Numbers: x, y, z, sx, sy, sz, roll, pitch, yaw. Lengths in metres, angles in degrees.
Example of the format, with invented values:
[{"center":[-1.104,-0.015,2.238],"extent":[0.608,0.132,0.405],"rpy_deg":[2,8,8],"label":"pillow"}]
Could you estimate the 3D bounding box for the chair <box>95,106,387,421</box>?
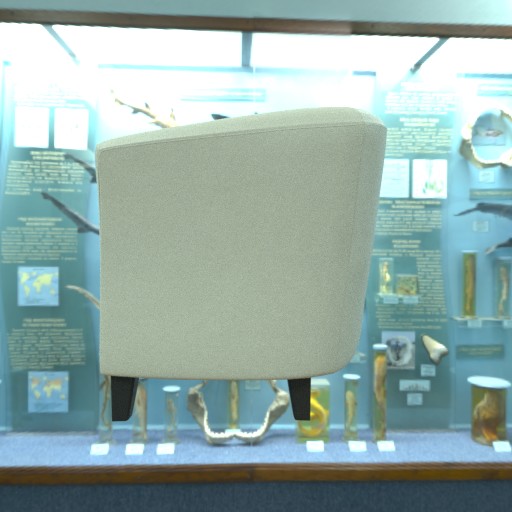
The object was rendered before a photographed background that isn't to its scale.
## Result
[{"center":[0.000,0.000,1.342],"extent":[0.727,0.756,0.792],"rpy_deg":[0,0,0],"label":"chair"}]
